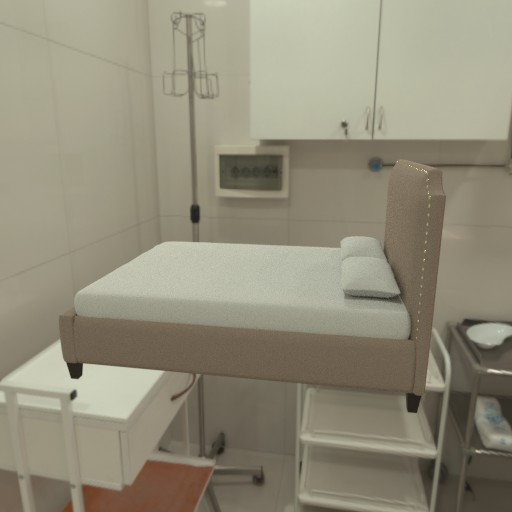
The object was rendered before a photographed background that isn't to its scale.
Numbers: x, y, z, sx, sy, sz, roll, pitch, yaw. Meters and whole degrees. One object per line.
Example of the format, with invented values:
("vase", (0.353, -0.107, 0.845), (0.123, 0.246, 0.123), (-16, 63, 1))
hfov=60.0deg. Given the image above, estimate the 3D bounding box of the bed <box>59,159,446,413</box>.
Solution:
("bed", (0.000, 0.000, 3.456), (2.372, 1.443, 1.713), (3, 15, 10))
